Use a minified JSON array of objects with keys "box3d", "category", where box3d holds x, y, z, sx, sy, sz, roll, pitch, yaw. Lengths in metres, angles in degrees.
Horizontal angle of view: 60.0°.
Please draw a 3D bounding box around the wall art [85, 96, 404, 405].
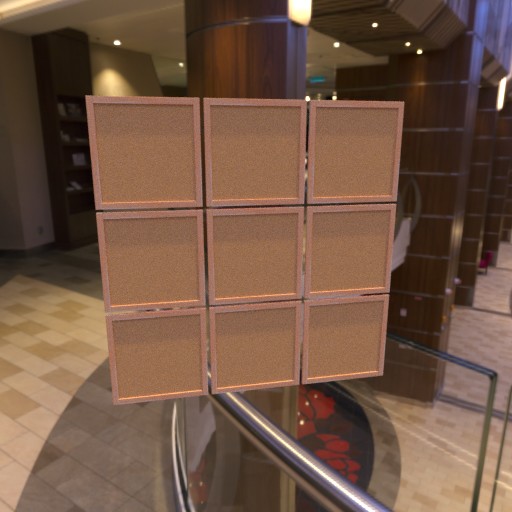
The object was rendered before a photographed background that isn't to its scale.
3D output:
[{"box3d":[0.000,0.000,1.820,1.216,1.220,0.013,-3,15,-11],"category":"wall art"}]
